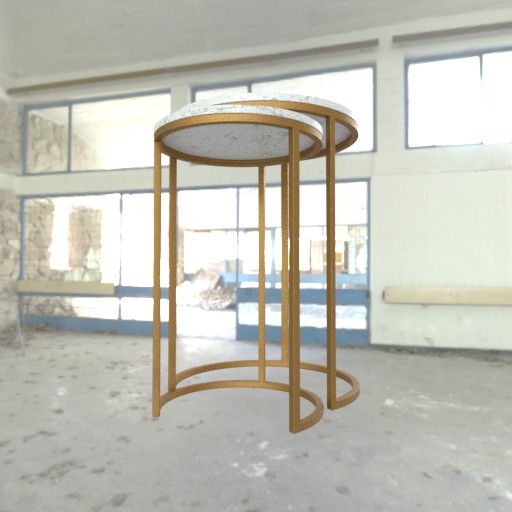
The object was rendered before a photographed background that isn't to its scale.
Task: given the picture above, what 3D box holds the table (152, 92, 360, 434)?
[{"bbox_3d":[0.000,0.000,0.897,0.400,0.550,0.507,0,-1,18],"label":"table"}]
